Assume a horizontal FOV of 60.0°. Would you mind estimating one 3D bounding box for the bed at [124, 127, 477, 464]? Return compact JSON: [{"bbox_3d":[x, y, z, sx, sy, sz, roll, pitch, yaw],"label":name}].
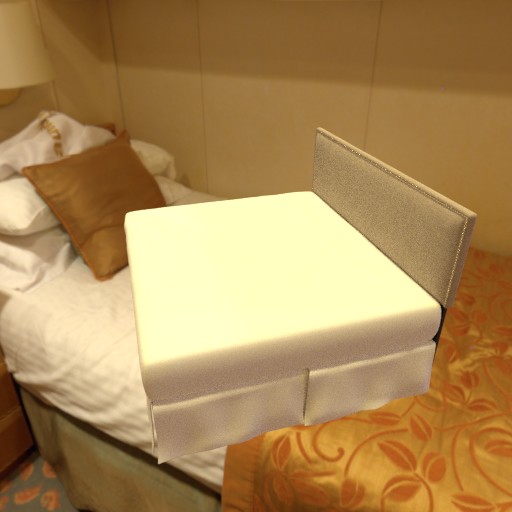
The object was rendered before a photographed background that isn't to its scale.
[{"bbox_3d":[0.000,0.000,3.380,1.914,1.346,2.170,-8,31,-15],"label":"bed"}]
